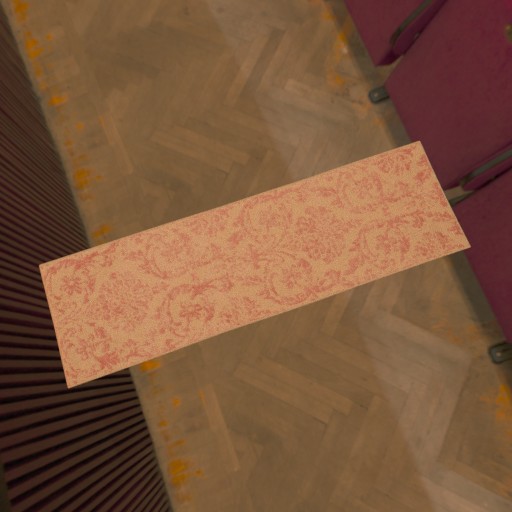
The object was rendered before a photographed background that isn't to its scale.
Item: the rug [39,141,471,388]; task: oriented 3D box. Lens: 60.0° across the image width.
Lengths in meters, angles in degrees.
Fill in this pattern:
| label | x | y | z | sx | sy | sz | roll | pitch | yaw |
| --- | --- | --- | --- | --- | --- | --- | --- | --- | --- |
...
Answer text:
| label | x | y | z | sx | sy | sz | roll | pitch | yaw |
| --- | --- | --- | --- | --- | --- | --- | --- | --- | --- |
| rug | 0.000 | 0.000 | 2.350 | 2.196 | 0.011 | 0.662 | -19 | 77 | -5 |
